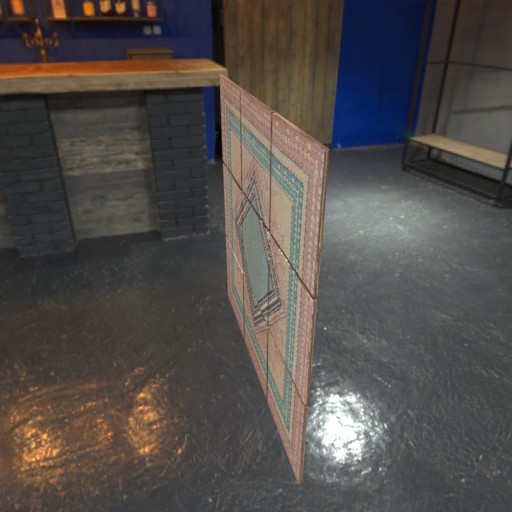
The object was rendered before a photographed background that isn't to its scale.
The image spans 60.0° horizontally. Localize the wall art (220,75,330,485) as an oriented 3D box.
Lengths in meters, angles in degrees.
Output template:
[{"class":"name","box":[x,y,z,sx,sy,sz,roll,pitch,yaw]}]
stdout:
[{"class":"wall art","box":[0.000,0.000,1.792,0.013,1.213,1.215,-8,31,-13]}]
